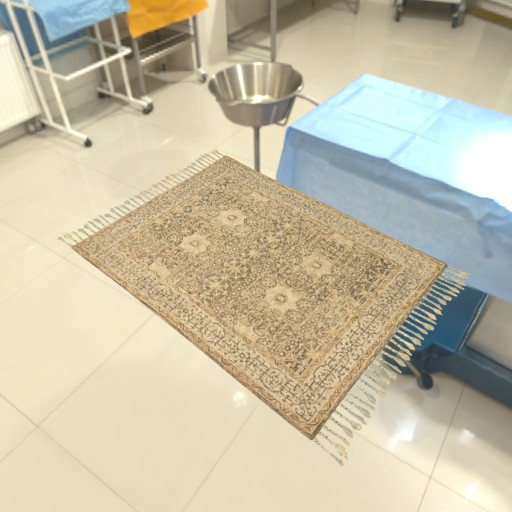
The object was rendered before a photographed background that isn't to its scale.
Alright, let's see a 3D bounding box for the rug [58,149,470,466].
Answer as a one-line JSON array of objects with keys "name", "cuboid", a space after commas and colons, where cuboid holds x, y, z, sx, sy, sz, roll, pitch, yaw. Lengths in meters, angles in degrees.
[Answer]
[{"name": "rug", "cuboid": [0.000, 0.000, 3.092, 2.465, 0.023, 1.619, 31, 53, 27]}]
